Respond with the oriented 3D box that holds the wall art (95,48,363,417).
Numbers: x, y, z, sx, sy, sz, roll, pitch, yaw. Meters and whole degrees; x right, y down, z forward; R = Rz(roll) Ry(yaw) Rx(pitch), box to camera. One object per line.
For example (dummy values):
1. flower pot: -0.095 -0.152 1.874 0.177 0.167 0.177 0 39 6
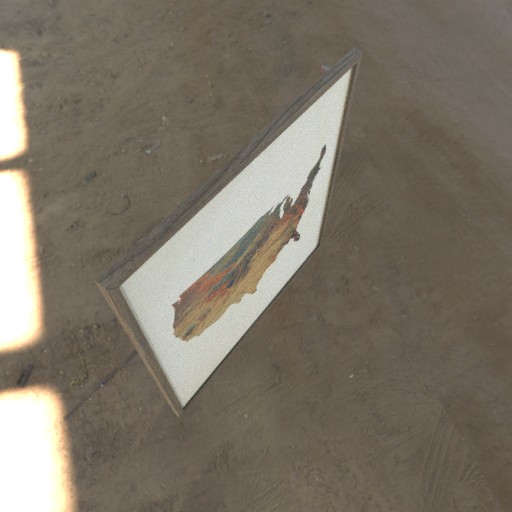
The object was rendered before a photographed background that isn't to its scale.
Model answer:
1. wall art: 0.000 0.000 0.760 0.016 0.507 0.508 32 62 19
